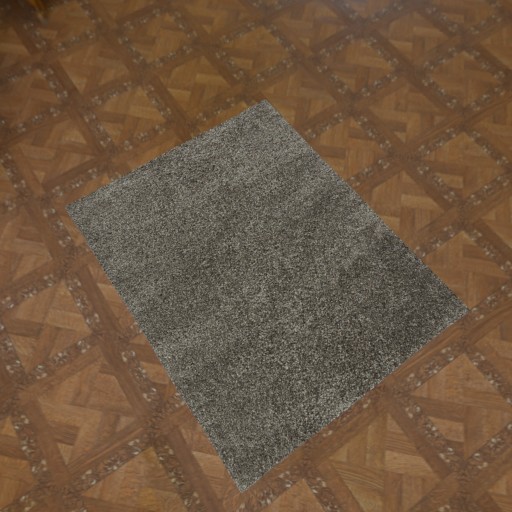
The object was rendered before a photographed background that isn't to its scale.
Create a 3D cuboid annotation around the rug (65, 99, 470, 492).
[{"bbox_3d":[0.000,0.000,4.056,2.401,0.025,3.000,-33,68,-15],"label":"rug"}]
